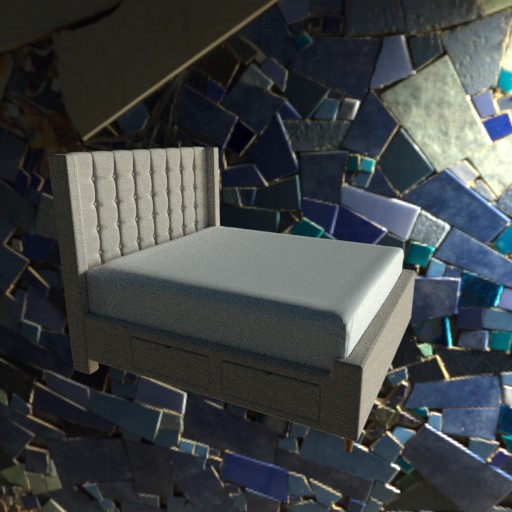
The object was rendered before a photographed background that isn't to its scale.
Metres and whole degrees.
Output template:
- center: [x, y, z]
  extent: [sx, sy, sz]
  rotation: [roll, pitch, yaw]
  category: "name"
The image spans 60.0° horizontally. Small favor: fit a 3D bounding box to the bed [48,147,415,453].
- center: [0.000, 0.000, 3.792]
  extent: [2.372, 1.748, 2.044]
  rotation: [8, 17, 26]
  category: "bed"
